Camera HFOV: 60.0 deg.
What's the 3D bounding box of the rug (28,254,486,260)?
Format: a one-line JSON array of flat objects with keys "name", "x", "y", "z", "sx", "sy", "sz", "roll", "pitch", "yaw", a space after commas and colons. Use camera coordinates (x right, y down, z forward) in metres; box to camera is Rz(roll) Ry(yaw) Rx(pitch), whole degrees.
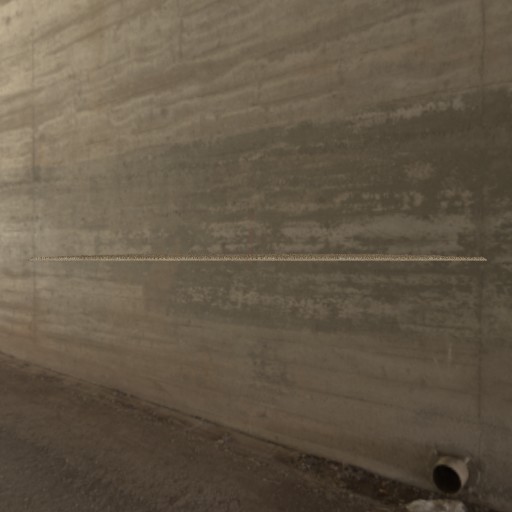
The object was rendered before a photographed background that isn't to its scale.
[{"name": "rug", "x": 0.000, "y": 0.000, "z": 4.156, "sx": 3.052, "sy": 0.030, "sz": 2.429, "roll": 0, "pitch": 1, "yaw": -1}]
